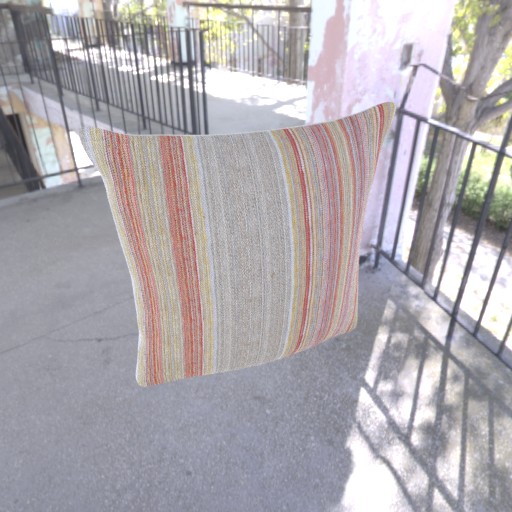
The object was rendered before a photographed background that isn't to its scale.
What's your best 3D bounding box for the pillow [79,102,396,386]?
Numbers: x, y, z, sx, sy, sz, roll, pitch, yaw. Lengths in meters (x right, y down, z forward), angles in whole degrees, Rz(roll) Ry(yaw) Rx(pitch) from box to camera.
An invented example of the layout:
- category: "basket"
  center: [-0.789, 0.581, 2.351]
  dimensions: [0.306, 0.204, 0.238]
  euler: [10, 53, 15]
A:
- category: "pillow"
  center: [0.000, 0.000, 0.707]
  dimensions: [0.451, 0.449, 0.191]
  euler: [-11, 33, -18]
